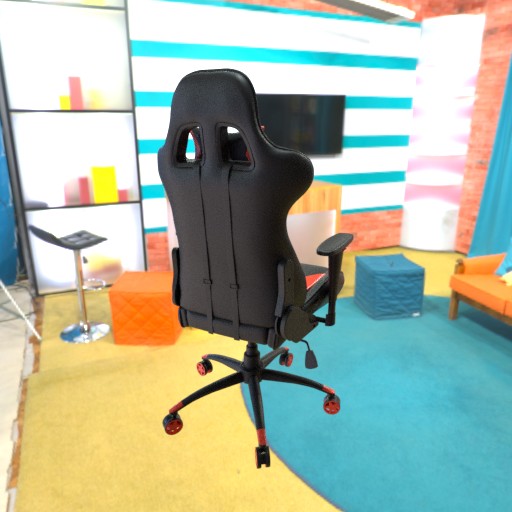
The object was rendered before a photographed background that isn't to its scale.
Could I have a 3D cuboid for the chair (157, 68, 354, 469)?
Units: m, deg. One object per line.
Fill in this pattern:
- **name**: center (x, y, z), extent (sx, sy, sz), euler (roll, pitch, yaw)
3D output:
- **chair**: center (0.000, 0.000, 1.704), extent (0.695, 1.282, 0.730), euler (8, 19, 26)
